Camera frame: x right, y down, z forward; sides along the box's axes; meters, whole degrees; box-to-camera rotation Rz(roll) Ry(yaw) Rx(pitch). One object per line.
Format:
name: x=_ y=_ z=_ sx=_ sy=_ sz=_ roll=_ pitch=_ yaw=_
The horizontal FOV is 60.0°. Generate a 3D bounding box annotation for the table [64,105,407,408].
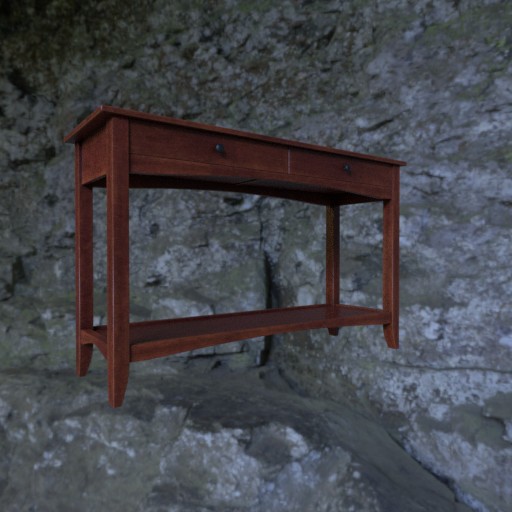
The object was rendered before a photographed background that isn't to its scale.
table: x=0.000 y=0.000 z=1.566 sx=1.188 sy=0.739 sz=0.392 roll=-1 pitch=1 yaw=-36
